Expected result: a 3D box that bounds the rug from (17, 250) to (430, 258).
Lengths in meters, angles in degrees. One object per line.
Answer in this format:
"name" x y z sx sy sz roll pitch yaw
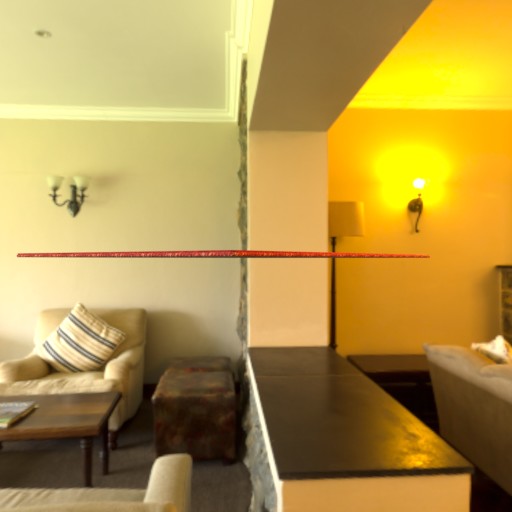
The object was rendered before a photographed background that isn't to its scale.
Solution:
"rug" 0.000 0.000 2.271 1.230 0.018 1.835 0 0 37
